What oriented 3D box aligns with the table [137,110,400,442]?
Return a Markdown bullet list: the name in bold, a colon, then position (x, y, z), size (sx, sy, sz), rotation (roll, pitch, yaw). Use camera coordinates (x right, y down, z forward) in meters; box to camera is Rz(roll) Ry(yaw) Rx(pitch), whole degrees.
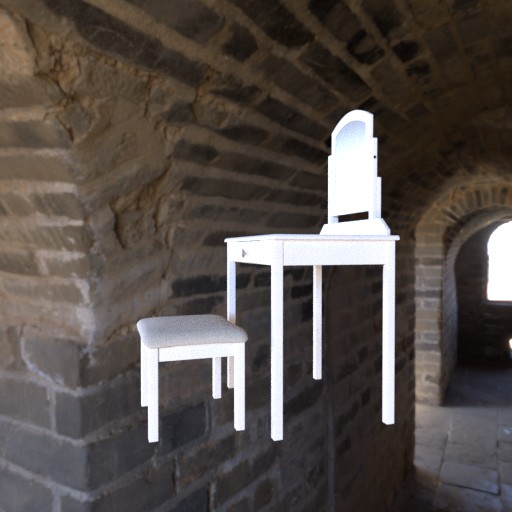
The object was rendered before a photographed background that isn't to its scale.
- **table**: position (0.000, 0.000, 2.362), size (1.211, 1.631, 0.876), rotation (0, 1, -18)
